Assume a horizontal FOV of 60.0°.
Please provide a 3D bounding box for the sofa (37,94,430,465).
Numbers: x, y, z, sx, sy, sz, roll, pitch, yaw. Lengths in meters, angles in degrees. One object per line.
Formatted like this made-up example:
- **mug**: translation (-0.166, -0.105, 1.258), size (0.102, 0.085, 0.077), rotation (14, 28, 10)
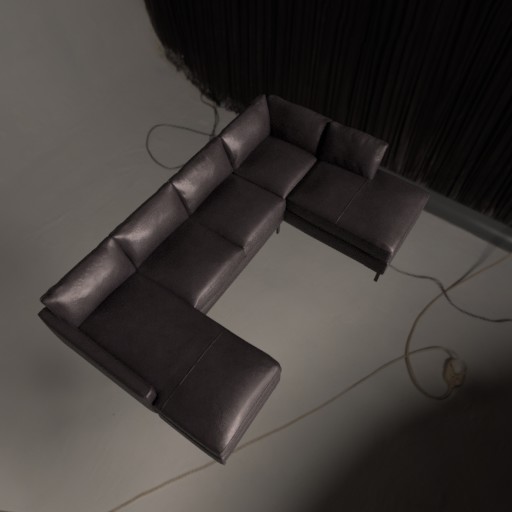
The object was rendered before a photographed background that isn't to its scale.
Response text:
- **sofa**: translation (0.000, 0.000, 3.808), size (1.939, 0.900, 2.956), rotation (30, 62, 18)
